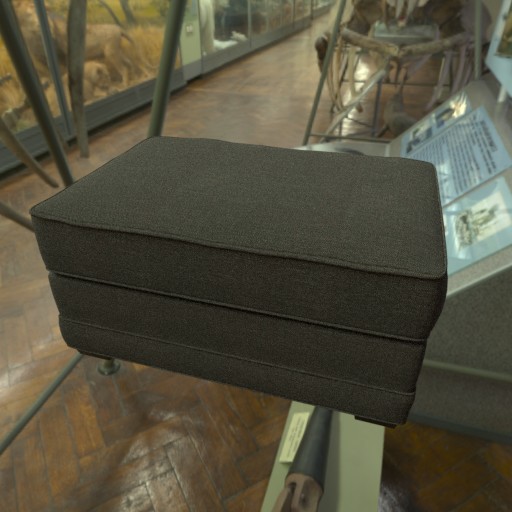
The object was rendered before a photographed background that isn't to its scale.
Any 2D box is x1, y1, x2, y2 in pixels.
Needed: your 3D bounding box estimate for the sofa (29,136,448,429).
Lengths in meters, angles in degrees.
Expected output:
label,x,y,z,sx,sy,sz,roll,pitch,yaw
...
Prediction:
label,x,y,z,sx,sy,sz,roll,pitch,yaw
sofa,0.000,0.000,1.158,0.854,0.457,0.578,9,33,14
